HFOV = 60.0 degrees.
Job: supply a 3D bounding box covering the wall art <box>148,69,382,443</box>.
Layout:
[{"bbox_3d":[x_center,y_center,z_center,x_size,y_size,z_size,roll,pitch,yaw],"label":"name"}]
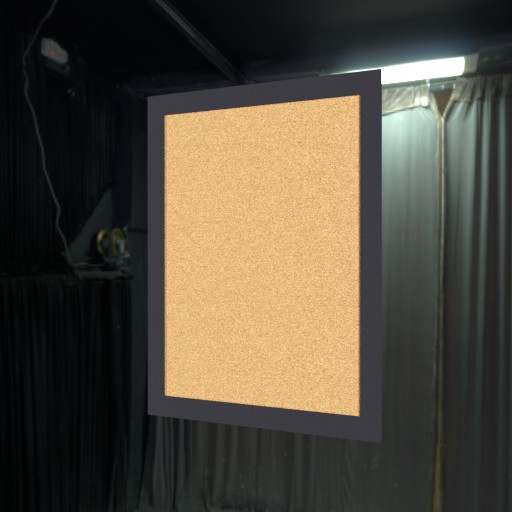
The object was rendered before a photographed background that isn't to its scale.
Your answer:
[{"bbox_3d":[0.000,0.000,0.686,0.374,0.529,0.012,0,0,17],"label":"wall art"}]
